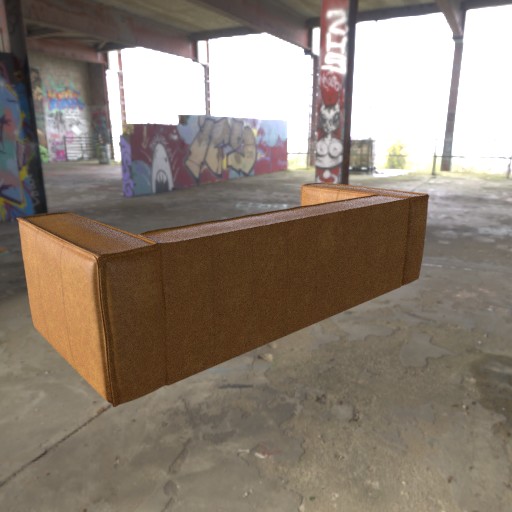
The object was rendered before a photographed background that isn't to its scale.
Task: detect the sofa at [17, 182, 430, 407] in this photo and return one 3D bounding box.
[{"bbox_3d":[0.000,0.000,2.917,2.581,0.701,1.102,-14,21,-40],"label":"sofa"}]
